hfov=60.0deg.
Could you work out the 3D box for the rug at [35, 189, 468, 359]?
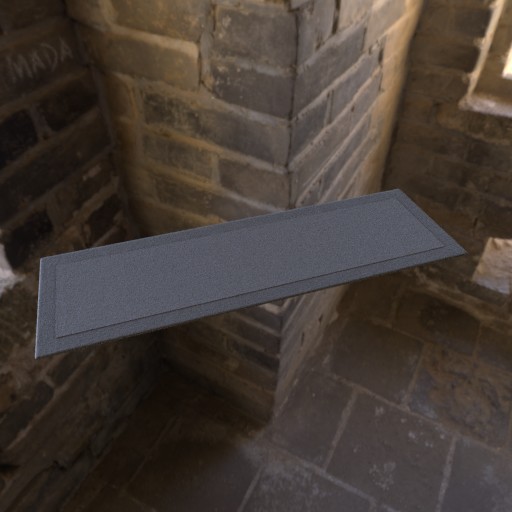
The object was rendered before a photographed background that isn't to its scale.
[{"bbox_3d":[0.000,0.000,2.636,2.430,0.012,0.759,-12,42,-14],"label":"rug"}]
